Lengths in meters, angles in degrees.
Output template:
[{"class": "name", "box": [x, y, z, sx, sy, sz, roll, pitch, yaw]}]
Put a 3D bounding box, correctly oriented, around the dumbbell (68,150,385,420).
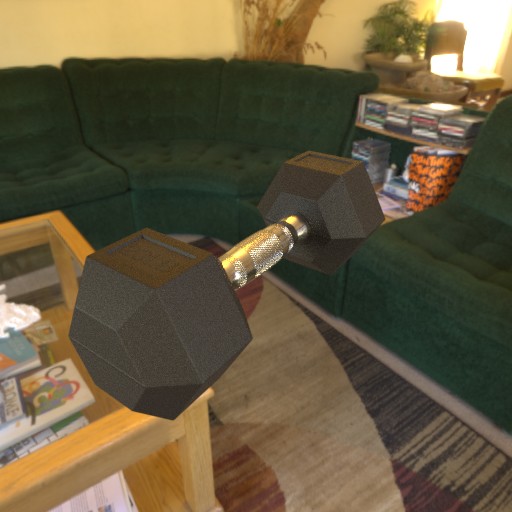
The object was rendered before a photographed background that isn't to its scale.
[{"class": "dumbbell", "box": [0.000, 0.000, 0.360, 0.116, 0.101, 0.297, 20, 36, 31]}]
